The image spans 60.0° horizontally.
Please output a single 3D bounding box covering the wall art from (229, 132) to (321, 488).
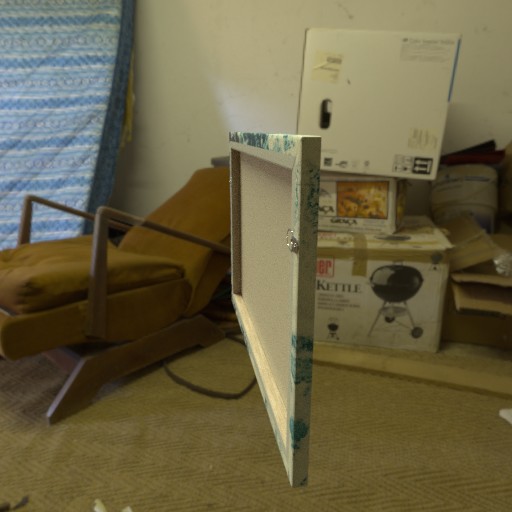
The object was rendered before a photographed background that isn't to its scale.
[{"bbox_3d":[0.000,0.000,1.903,0.055,1.017,1.524,-3,16,-9],"label":"wall art"}]
